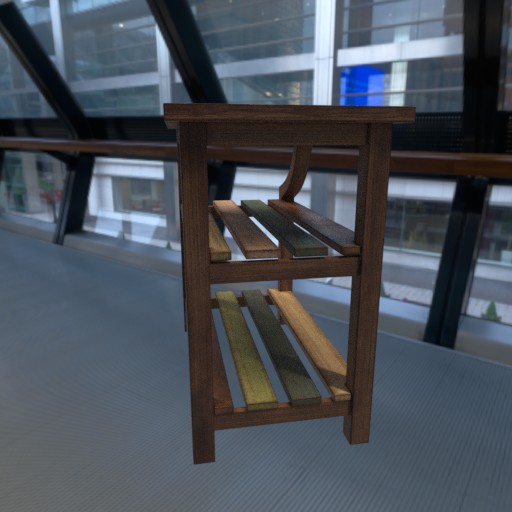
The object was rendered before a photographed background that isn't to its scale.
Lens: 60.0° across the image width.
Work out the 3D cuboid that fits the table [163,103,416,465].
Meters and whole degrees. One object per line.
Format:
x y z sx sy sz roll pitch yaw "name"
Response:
0.000 0.000 0.967 0.356 0.584 0.609 -3 15 -10 "table"
